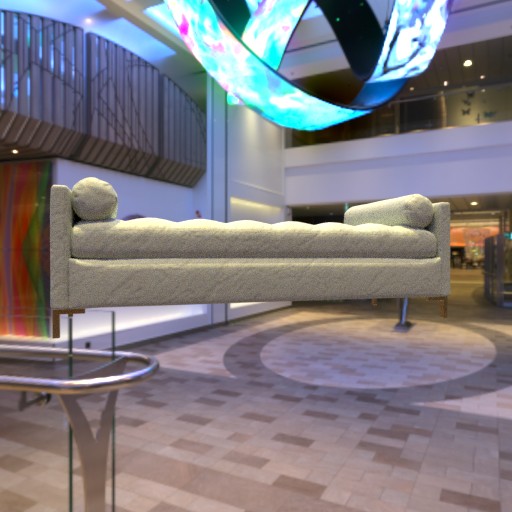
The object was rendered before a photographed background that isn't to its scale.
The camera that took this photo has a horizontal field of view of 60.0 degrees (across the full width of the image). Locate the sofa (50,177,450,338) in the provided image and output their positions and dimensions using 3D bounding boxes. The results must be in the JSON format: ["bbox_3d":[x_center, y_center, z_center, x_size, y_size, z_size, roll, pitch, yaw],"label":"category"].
[{"bbox_3d":[0.000,0.000,2.555,2.102,0.705,0.796,0,0,-18],"label":"sofa"}]
